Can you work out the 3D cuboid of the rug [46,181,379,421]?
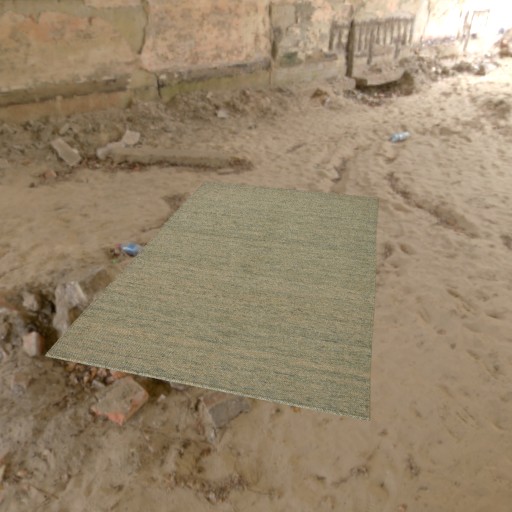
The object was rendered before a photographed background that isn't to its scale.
[{"bbox_3d":[0.000,0.000,2.930,1.547,0.013,2.283,8,32,12],"label":"rug"}]
